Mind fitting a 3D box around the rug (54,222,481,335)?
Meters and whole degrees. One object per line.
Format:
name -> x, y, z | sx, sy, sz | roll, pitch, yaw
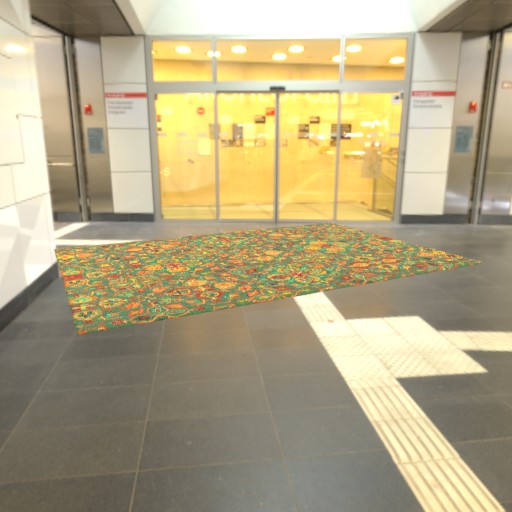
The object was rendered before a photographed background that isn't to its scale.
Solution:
rug -> 0.000, 0.000, 2.838 | 2.290, 0.016, 1.527 | -7, 16, -26
